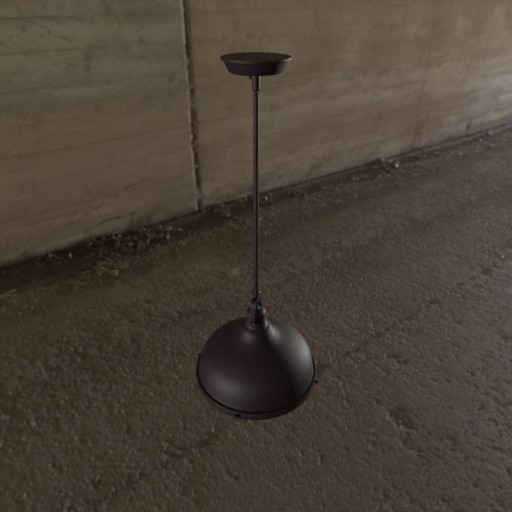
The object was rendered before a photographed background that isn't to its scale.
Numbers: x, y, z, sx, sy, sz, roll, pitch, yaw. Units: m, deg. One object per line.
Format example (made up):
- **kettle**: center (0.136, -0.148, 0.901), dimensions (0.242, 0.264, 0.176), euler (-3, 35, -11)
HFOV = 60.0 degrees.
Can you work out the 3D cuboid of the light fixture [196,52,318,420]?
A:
- **light fixture**: center (0.000, 0.000, 1.027), dimensions (0.341, 0.849, 0.341), euler (9, 32, 14)
